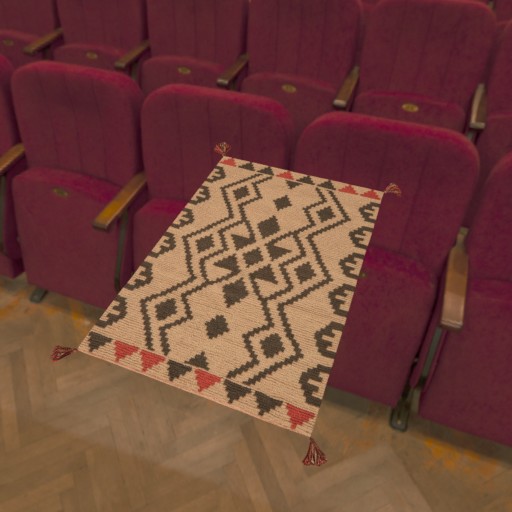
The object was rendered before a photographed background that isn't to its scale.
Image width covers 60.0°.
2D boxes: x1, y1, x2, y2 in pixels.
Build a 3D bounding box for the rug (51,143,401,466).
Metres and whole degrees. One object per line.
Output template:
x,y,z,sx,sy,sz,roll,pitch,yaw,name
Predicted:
0.000,0.000,2.647,1.444,0.067,2.069,16,49,14,rug
